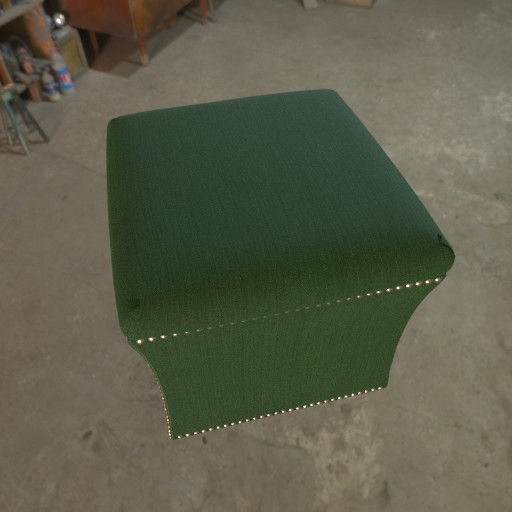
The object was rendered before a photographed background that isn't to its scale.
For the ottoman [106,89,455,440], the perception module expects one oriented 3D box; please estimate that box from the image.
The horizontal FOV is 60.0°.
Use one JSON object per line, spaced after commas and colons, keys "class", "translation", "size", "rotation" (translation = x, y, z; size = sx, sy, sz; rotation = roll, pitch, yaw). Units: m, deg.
{"class": "ottoman", "translation": [0.000, 0.000, 0.897], "size": [0.497, 0.475, 0.507], "rotation": [-10, 49, -9]}
